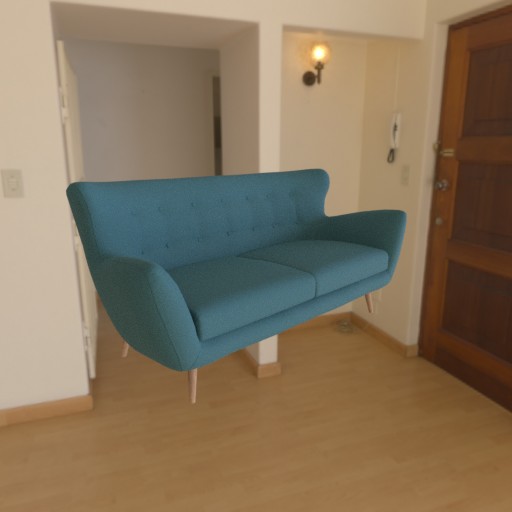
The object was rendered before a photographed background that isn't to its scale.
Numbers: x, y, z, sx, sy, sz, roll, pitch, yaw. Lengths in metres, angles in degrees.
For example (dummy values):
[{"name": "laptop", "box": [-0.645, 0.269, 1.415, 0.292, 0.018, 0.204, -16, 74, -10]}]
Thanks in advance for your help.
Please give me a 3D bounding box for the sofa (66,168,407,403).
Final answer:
[{"name": "sofa", "box": [0.000, 0.000, 2.483, 0.889, 0.890, 1.930, 13, 19, 43]}]
